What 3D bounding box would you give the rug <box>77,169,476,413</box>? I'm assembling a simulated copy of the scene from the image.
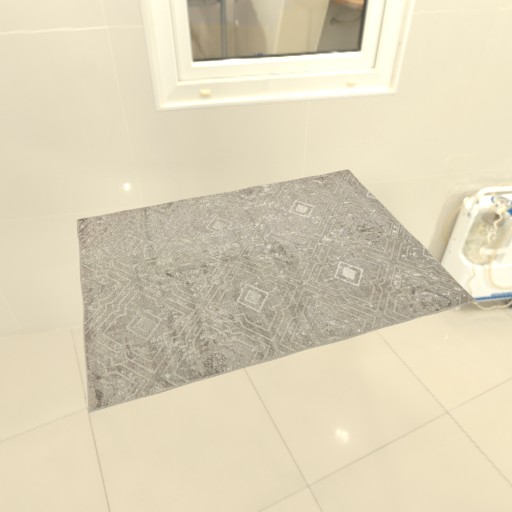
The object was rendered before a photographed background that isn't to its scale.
[{"bbox_3d":[0.000,0.000,4.430,3.359,0.020,2.448,-13,43,-14],"label":"rug"}]
